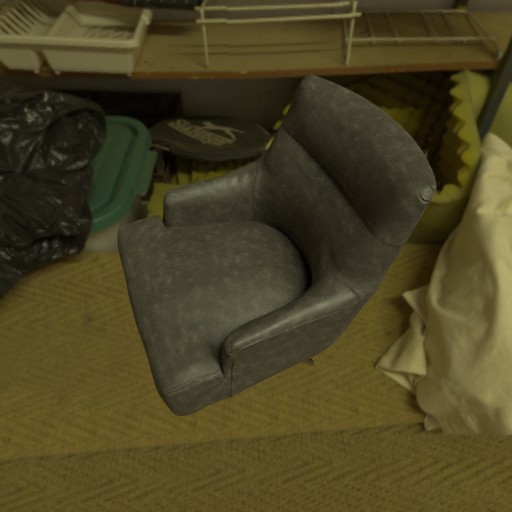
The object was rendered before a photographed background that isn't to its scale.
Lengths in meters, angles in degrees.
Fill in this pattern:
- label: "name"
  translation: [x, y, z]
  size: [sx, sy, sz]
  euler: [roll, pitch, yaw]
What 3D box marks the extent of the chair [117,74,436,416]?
- label: "chair"
  translation: [0.000, 0.000, 1.503]
  size: [0.874, 0.870, 0.738]
  euler: [-17, 49, -15]
